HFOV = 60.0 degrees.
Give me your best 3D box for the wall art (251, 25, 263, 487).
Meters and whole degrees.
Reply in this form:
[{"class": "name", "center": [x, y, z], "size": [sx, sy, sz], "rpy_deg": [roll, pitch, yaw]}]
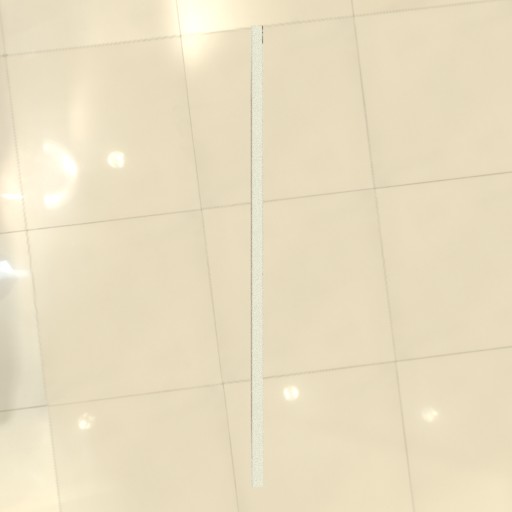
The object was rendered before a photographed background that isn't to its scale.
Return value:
[{"class": "wall art", "center": [0.000, 0.000, 1.712], "size": [0.039, 0.507, 1.520], "rpy_deg": [0, 90, -1]}]
